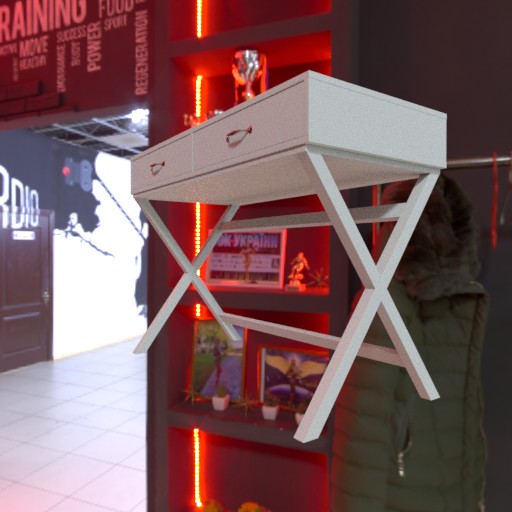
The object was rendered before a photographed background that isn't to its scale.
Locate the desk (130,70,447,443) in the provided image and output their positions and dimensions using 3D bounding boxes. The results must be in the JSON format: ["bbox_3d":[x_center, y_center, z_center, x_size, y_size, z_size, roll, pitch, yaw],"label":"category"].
[{"bbox_3d":[0.000,0.000,1.491,0.525,0.780,1.057,0,1,-35],"label":"desk"}]
